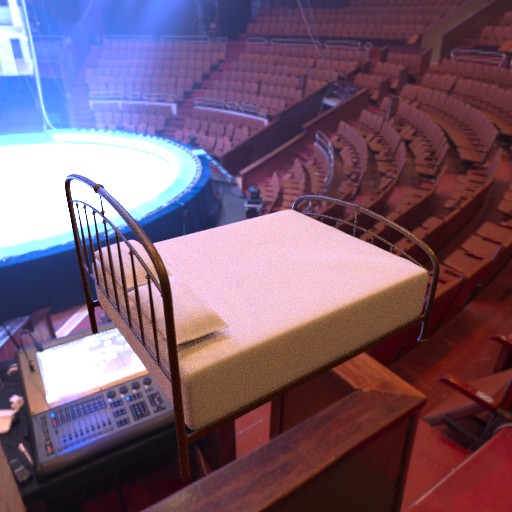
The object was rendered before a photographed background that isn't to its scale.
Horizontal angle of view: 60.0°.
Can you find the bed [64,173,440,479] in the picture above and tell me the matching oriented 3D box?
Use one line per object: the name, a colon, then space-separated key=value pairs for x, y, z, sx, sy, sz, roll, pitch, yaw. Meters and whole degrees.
bed: x=0.000 y=0.000 z=3.292 sx=2.168 sy=1.475 sz=1.711 roll=-17 pitch=31 yaw=-31
